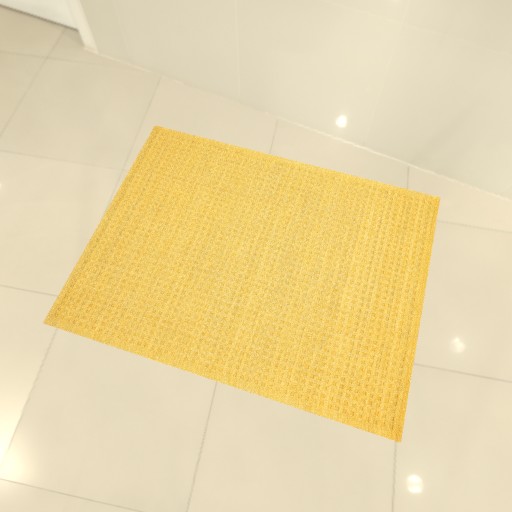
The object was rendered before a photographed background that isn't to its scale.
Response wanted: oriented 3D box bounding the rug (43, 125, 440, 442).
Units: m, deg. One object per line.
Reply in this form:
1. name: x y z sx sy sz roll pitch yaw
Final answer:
1. rug: 0.000 0.000 4.321 3.242 0.015 2.486 16 64 8
